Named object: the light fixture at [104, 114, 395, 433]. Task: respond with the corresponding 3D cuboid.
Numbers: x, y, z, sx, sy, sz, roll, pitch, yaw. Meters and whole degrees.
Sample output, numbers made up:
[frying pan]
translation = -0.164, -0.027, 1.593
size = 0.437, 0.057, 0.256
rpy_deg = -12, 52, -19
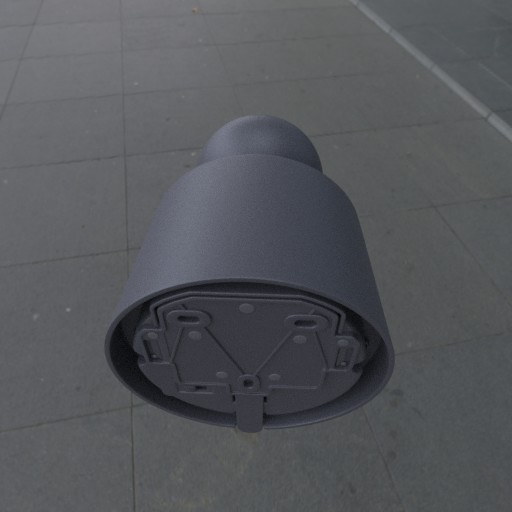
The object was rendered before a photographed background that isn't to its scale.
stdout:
[light fixture]
translation = 0.000, 0.000, 0.267
size = 0.134, 0.143, 0.160
rpy_deg = 2, 46, 2
